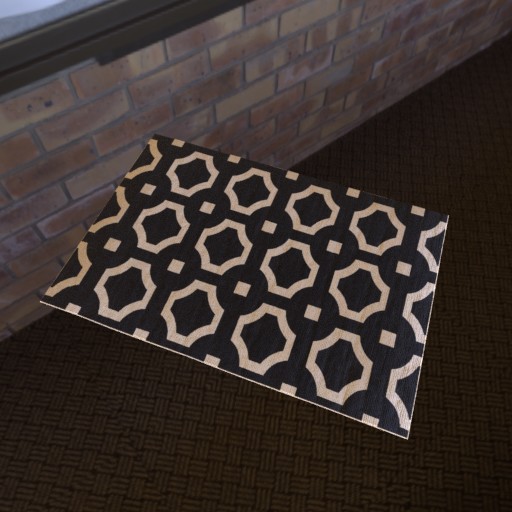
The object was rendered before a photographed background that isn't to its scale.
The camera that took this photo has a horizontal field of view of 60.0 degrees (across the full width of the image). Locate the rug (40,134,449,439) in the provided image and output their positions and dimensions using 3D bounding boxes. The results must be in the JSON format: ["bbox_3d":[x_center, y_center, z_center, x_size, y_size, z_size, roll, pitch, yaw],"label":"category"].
[{"bbox_3d":[0.000,0.000,2.917,2.286,0.016,1.555,18,61,10],"label":"rug"}]
